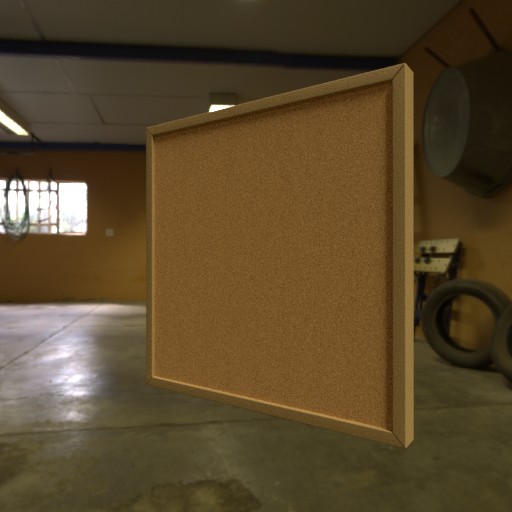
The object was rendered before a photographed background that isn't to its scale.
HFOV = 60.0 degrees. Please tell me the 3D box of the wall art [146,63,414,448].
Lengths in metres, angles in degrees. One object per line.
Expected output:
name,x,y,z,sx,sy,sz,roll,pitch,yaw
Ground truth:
wall art,0.000,0.000,0.745,0.509,0.509,0.036,0,0,35
